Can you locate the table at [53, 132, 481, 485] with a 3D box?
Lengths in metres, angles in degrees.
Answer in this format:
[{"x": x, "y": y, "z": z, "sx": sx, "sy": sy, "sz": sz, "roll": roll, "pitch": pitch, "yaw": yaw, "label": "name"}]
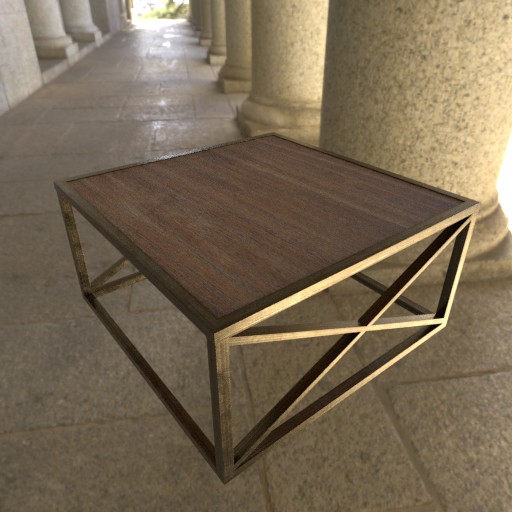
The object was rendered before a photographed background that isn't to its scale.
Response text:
[{"x": 0.000, "y": 0.000, "z": 1.433, "sx": 0.899, "sy": 0.451, "sz": 0.909, "roll": -22, "pitch": 38, "yaw": -32, "label": "table"}]
